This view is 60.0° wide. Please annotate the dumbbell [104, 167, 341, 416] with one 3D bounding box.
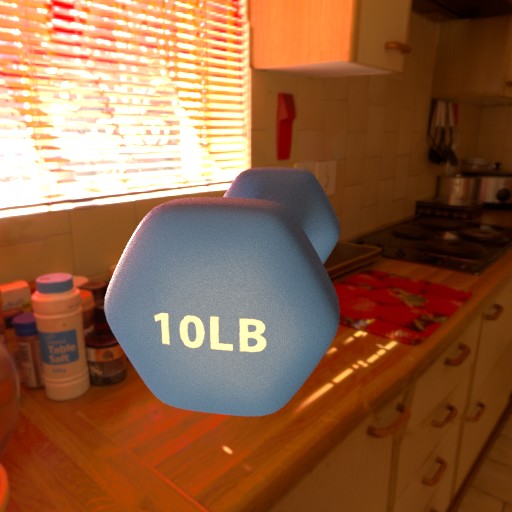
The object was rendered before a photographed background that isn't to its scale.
[{"bbox_3d":[0.000,0.000,0.269,0.103,0.093,0.212,3,16,11],"label":"dumbbell"}]
